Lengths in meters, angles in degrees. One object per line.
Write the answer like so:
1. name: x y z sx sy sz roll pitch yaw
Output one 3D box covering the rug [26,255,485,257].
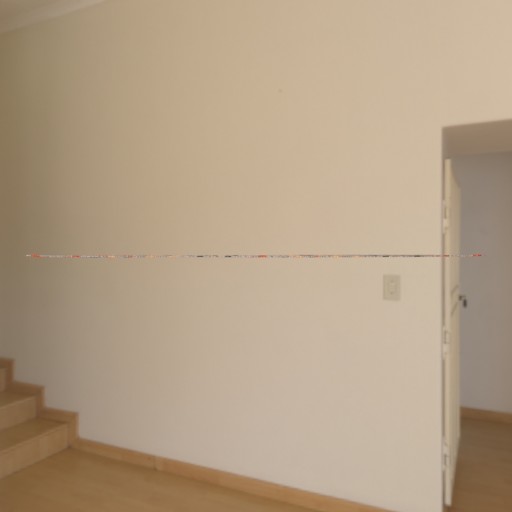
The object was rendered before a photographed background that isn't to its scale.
1. rug: 0.000 0.000 4.030 3.029 0.022 2.263 0 0 0
